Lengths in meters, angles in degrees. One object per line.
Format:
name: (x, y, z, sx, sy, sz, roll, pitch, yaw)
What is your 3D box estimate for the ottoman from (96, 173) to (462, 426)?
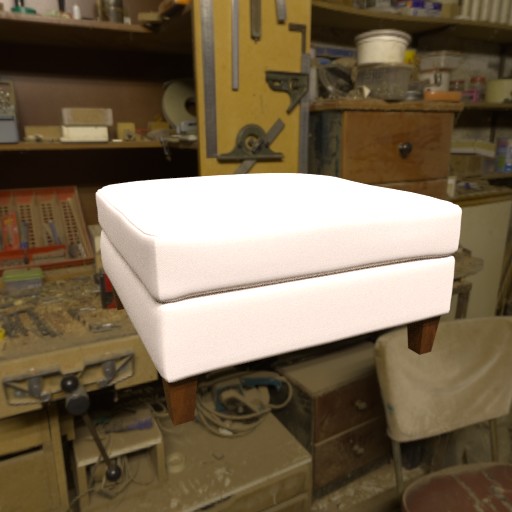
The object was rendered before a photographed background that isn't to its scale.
ottoman: (0.000, 0.000, 1.386, 0.838, 0.479, 0.838, -8, 17, -25)
